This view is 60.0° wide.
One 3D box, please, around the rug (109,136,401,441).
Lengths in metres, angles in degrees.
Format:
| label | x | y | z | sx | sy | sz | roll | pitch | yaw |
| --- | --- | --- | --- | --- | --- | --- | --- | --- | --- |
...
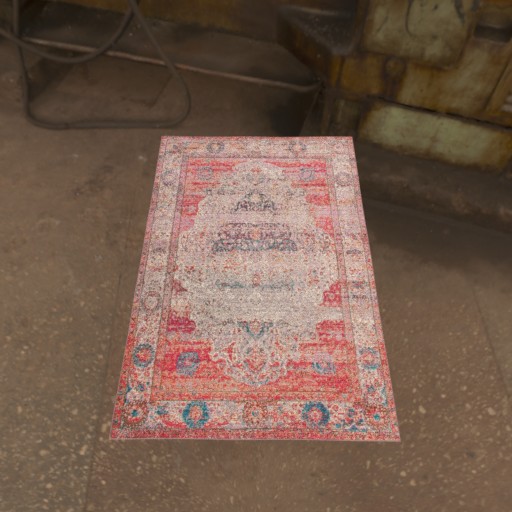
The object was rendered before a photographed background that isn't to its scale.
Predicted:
| label | x | y | z | sx | sy | sz | roll | pitch | yaw |
| --- | --- | --- | --- | --- | --- | --- | --- | --- | --- |
| rug | 0.000 | 0.000 | 2.343 | 1.219 | 0.006 | 1.829 | 0 | 57 | 0 |
